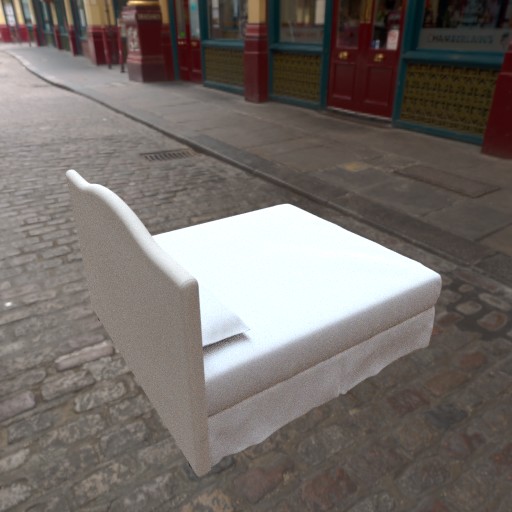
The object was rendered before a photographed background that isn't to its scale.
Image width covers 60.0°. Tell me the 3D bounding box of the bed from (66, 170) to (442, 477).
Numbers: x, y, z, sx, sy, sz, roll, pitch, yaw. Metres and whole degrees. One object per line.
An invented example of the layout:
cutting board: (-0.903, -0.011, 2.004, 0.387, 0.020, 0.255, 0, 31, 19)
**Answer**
bed: (0.000, 0.000, 3.471, 2.182, 1.421, 2.083, -17, 31, -30)
